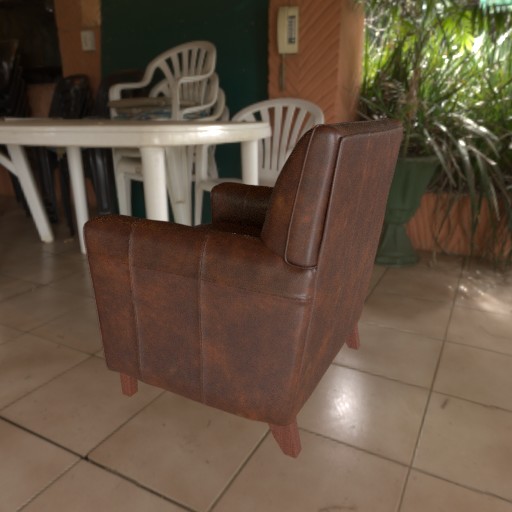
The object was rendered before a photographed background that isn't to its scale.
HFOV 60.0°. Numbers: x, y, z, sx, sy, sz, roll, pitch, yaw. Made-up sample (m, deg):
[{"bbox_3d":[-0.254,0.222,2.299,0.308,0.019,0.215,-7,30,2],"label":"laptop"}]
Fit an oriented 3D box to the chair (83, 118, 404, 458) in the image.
[{"bbox_3d":[0.000,0.000,1.598,0.823,0.943,0.870,9,20,25],"label":"chair"}]
